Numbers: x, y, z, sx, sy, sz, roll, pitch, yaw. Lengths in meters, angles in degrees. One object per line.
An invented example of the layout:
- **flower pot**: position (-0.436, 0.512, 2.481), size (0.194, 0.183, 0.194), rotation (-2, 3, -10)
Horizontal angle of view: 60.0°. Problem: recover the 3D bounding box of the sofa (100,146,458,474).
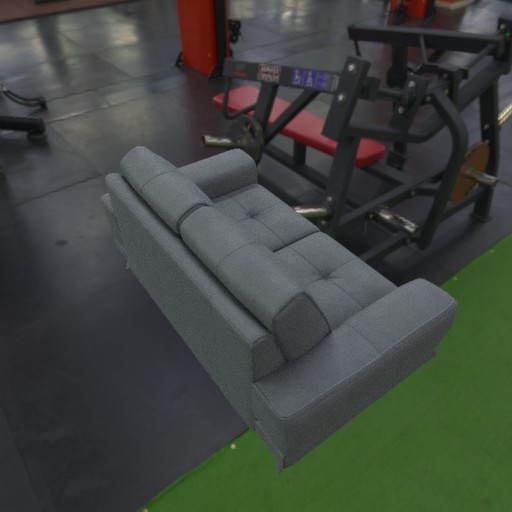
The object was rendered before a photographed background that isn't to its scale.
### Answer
- **sofa**: position (0.000, 0.000, 2.346), size (1.018, 0.907, 1.806), rotation (-26, 48, -26)
